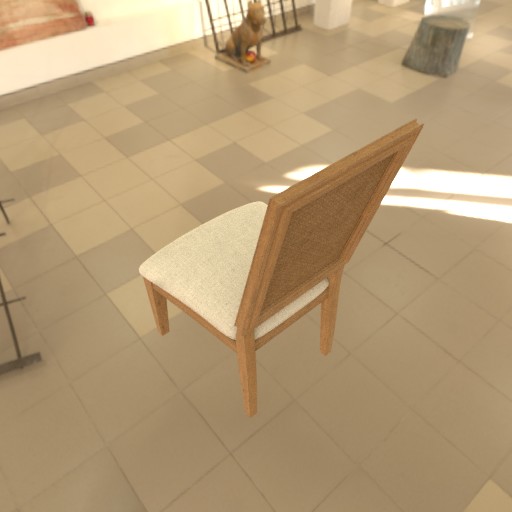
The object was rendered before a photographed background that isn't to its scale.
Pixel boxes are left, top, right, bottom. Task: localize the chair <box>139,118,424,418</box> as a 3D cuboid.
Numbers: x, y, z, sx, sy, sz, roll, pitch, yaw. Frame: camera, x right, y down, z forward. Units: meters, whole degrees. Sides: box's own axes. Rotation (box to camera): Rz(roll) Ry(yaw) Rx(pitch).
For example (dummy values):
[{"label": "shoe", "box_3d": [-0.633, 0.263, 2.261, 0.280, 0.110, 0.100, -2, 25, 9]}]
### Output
[{"label": "chair", "box_3d": [0.000, 0.000, 1.341, 0.536, 0.988, 0.601, -31, 53, -27]}]
